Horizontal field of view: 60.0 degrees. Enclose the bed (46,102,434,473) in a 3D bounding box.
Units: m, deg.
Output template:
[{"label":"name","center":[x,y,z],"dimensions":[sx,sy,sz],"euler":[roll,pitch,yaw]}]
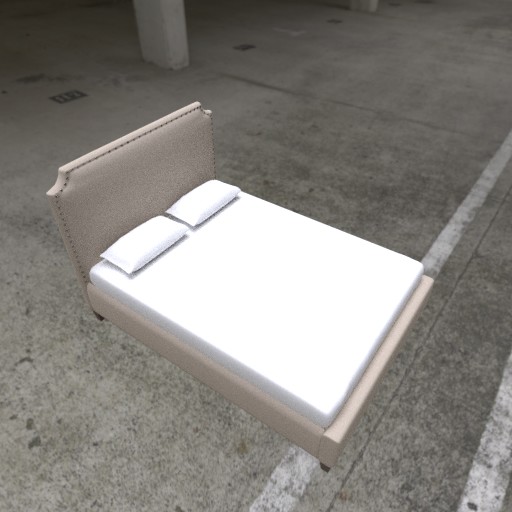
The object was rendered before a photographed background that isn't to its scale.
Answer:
[{"label":"bed","center":[0.000,0.000,3.418],"dimensions":[2.372,1.443,1.713],"euler":[25,47,26]}]
